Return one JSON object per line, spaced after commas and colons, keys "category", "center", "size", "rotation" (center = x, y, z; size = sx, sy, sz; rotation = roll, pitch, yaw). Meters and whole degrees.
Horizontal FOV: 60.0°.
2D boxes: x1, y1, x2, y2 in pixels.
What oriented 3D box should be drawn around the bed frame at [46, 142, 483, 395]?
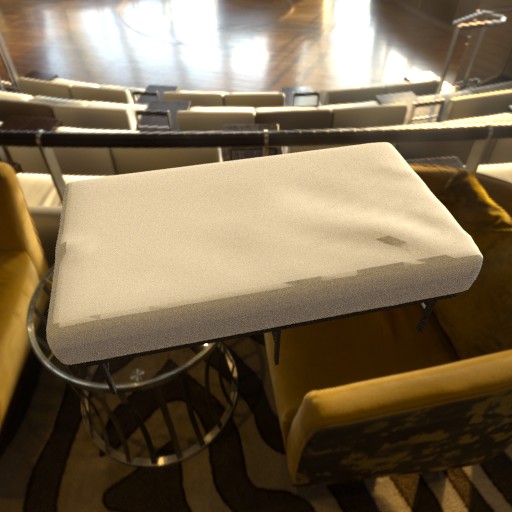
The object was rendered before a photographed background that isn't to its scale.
{"category": "bed frame", "center": [0.000, 0.000, 2.360], "size": [1.908, 0.640, 1.025], "rotation": [-9, 46, -9]}
